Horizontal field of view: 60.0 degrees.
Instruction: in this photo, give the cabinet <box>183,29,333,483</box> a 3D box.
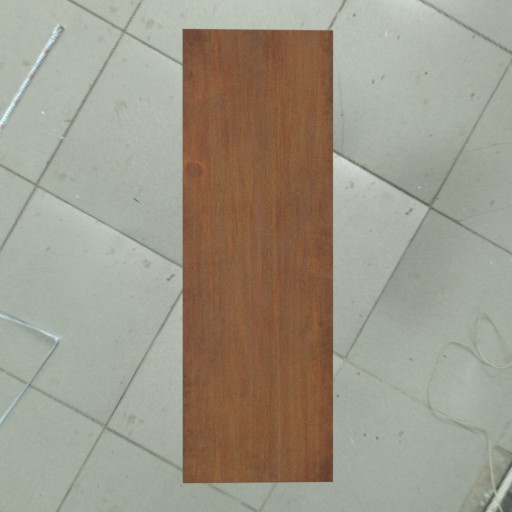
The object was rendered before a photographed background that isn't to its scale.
[{"bbox_3d":[0.000,0.000,1.579,0.403,0.805,1.204,0,90,-1],"label":"cabinet"}]
